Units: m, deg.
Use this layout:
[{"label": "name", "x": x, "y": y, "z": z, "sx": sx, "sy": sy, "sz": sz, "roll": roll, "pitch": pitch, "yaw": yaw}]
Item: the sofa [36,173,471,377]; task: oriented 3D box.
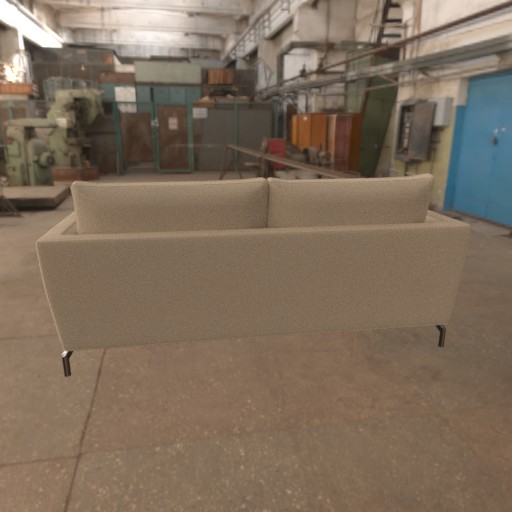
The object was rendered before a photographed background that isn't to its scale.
[{"label": "sofa", "x": 0.000, "y": 0.000, "z": 2.673, "sx": 2.214, "sy": 1.005, "sz": 0.868, "roll": -2, "pitch": 17, "yaw": -8}]
